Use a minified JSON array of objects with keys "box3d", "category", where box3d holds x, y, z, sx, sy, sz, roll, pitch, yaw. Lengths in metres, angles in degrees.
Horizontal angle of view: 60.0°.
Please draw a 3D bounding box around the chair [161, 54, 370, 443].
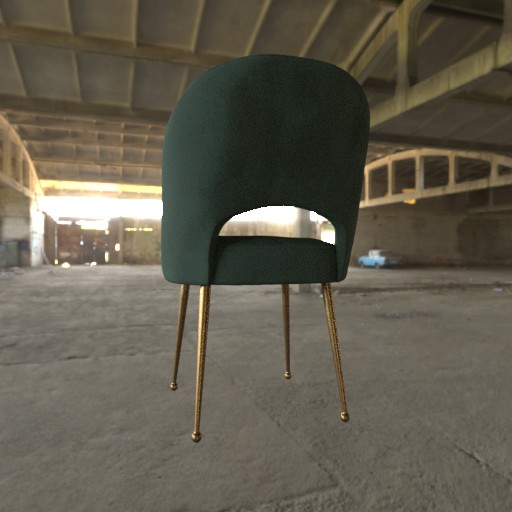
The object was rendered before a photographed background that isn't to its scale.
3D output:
[{"box3d":[0.000,0.000,1.221,0.527,0.860,0.577,0,1,-18],"category":"chair"}]
